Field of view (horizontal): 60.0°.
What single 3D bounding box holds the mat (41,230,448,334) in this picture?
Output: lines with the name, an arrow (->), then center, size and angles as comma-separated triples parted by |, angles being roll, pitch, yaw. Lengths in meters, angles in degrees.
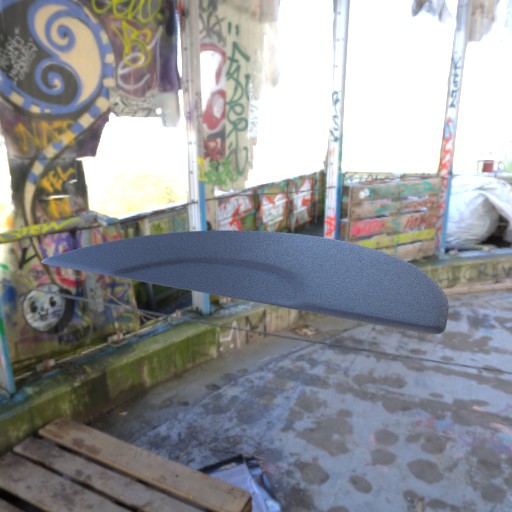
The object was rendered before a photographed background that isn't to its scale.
mat -> 0.000, 0.000, 1.856 | 1.525, 0.016, 0.917 | 8, 17, 25
